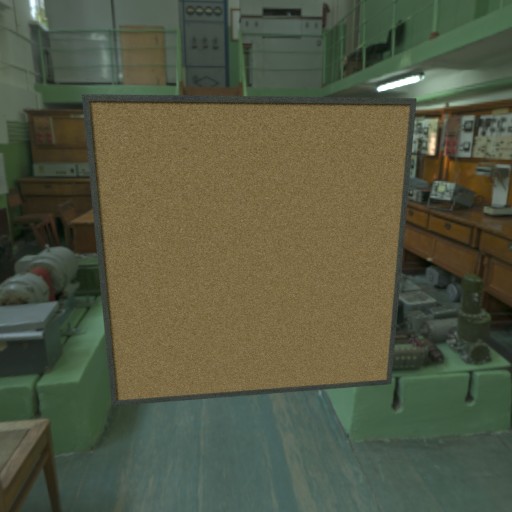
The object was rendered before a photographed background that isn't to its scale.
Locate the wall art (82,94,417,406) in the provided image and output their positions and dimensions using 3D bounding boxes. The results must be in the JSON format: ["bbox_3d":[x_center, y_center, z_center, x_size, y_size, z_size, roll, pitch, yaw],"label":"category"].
[{"bbox_3d":[0.000,0.000,0.750,0.507,0.507,0.037,-2,15,-8],"label":"wall art"}]
